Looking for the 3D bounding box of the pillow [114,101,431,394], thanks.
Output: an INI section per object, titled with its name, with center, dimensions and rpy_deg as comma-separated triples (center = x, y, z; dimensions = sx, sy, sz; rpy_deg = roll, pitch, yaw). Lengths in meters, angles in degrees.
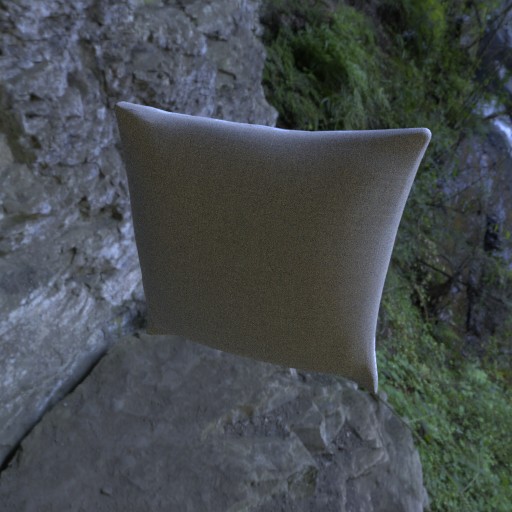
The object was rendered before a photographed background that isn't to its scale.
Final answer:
[pillow]
center = 0.000, 0.000, 0.787
dimensions = 0.496, 0.491, 0.219
rpy_deg = 10, 34, 16
